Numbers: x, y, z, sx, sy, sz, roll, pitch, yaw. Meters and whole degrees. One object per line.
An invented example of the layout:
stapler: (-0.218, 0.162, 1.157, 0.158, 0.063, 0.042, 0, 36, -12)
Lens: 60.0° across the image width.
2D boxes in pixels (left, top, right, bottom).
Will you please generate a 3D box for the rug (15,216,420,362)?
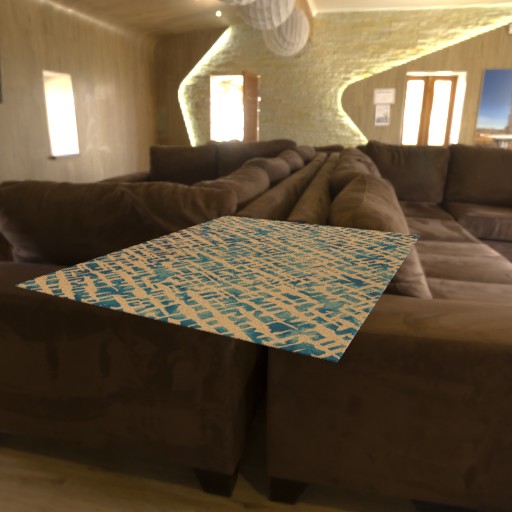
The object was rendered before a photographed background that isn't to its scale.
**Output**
rug: (0.000, 0.000, 3.997, 2.435, 0.007, 3.007, 8, 18, 26)
